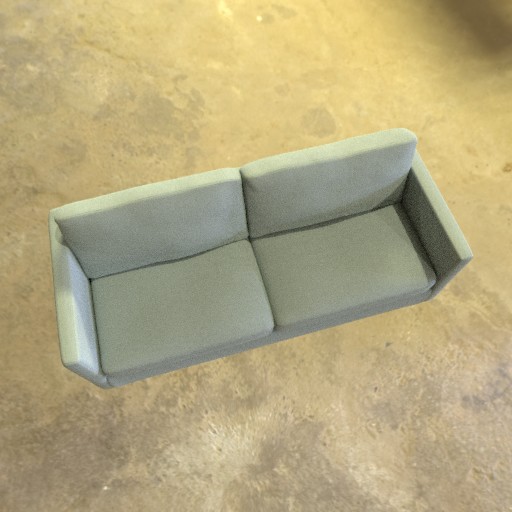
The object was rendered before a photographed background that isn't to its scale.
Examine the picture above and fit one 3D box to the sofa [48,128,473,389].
[{"bbox_3d":[0.000,0.000,2.672,2.208,0.965,0.951,-14,65,-7],"label":"sofa"}]
